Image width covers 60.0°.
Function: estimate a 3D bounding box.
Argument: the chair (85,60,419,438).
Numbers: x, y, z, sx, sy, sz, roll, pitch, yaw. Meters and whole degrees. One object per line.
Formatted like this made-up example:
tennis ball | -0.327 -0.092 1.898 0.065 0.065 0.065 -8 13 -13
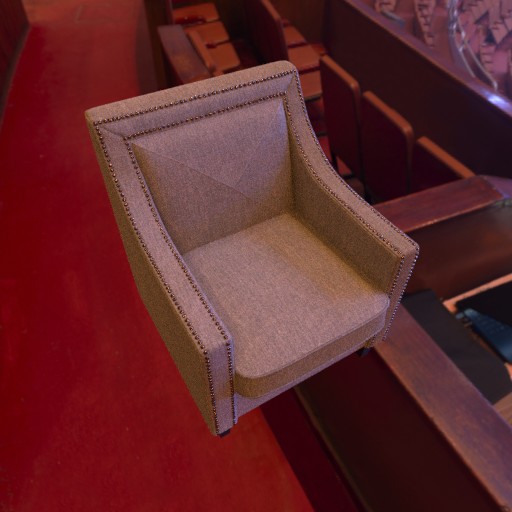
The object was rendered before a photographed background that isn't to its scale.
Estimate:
chair | 0.000 0.000 1.610 0.776 0.967 0.884 -23 50 -21
